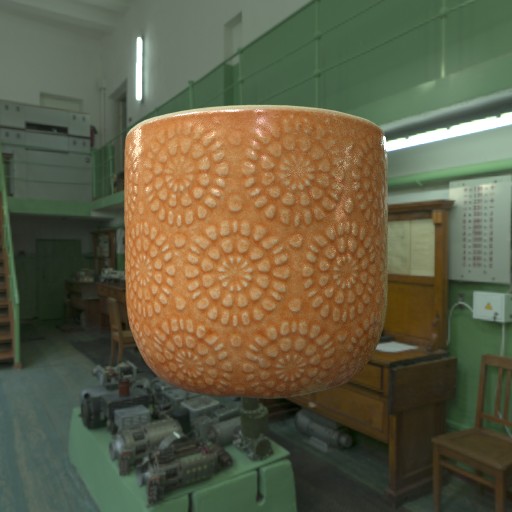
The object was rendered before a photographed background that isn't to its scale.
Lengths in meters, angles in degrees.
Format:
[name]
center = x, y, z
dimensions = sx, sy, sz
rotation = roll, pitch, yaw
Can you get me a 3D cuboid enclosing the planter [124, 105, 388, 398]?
[planter]
center = 0.000, 0.000, 0.290
dimensions = 0.170, 0.152, 0.170
rotation = 0, 1, 0
